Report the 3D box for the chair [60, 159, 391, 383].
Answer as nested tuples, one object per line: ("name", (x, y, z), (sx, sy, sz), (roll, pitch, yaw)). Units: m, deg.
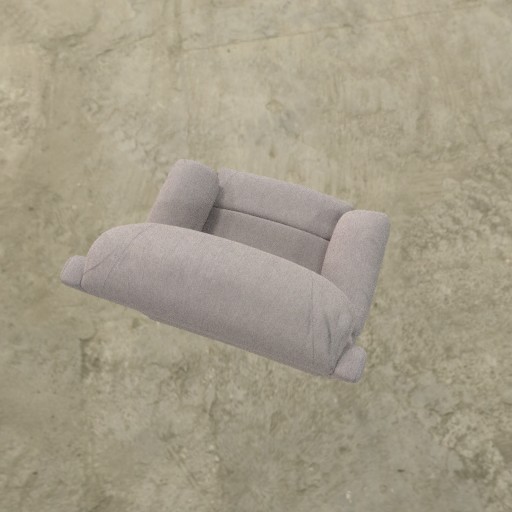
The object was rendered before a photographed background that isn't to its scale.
("chair", (0.000, 0.000, 1.712), (0.930, 1.011, 0.899), (17, 64, 9))
